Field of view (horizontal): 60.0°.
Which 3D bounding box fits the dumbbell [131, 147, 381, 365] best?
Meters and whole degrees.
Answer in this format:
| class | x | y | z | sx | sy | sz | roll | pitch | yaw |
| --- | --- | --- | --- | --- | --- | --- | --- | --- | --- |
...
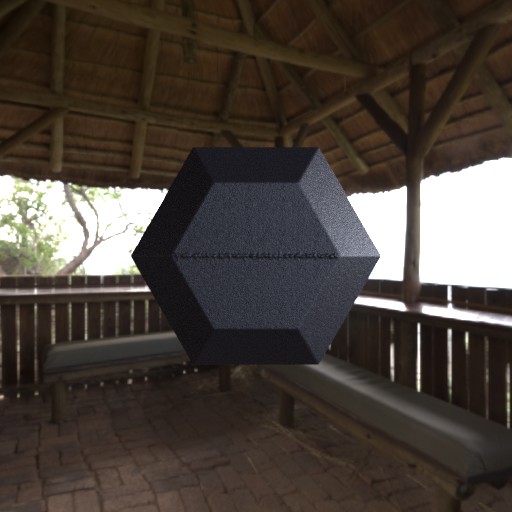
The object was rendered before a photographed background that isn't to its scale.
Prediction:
| class | x | y | z | sx | sy | sz | roll | pitch | yaw |
| --- | --- | --- | --- | --- | --- | --- | --- | --- | --- |
| dumbbell | 0.000 | 0.000 | 0.431 | 0.157 | 0.137 | 0.361 | 0 | 0 | 0 |
